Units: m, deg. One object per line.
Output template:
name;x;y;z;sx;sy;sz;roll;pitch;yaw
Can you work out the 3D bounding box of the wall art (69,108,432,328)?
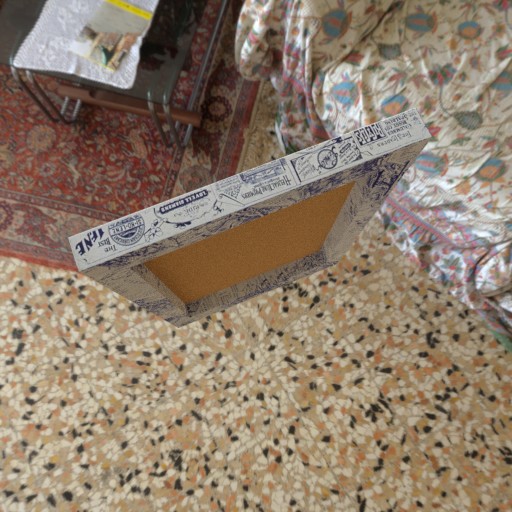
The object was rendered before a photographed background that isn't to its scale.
wall art;0.000;0.000;0.768;0.408;0.601;0.040;-22;76;-5
